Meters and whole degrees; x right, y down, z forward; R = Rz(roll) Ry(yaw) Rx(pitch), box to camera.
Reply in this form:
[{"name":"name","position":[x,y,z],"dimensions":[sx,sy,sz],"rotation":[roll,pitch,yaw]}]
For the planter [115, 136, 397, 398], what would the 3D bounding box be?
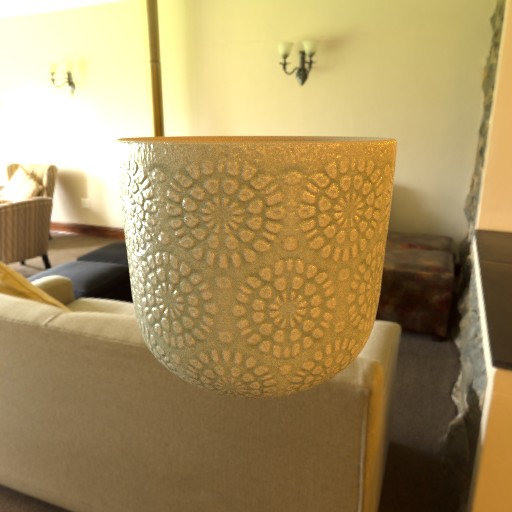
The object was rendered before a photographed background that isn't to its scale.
[{"name":"planter","position":[0.000,0.000,0.298],"dimensions":[0.169,0.153,0.169],"rotation":[0,16,0]}]
